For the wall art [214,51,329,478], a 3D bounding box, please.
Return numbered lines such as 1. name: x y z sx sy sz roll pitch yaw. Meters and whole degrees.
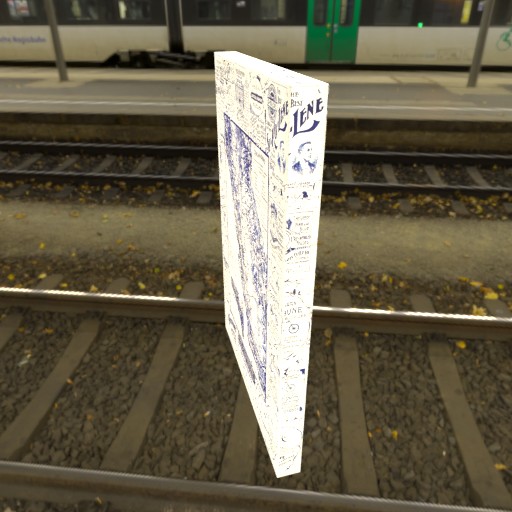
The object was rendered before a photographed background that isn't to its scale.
1. wall art: 0.000 0.000 0.470 0.025 0.376 0.255 -8 30 -13
